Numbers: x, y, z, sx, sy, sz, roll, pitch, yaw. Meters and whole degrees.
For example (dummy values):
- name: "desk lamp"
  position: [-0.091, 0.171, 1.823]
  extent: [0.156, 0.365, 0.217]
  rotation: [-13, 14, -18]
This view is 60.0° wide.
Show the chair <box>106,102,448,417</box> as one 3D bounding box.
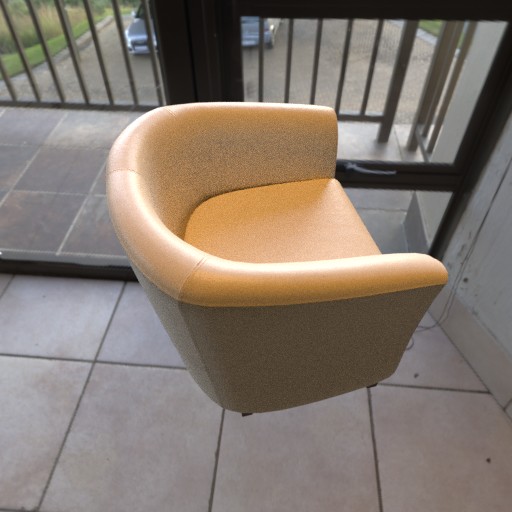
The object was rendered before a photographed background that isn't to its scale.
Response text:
- name: "chair"
  position: [0.000, 0.000, 1.356]
  extent: [0.727, 0.756, 0.792]
  rotation: [-10, 48, -9]
